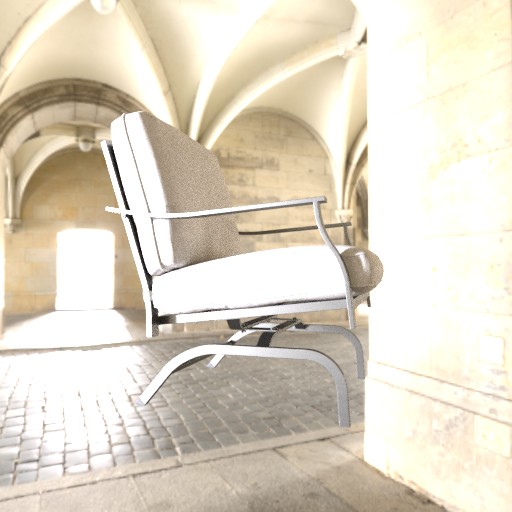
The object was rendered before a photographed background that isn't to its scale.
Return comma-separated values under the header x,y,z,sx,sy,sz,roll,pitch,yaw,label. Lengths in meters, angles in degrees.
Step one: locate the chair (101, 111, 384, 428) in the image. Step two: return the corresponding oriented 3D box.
x,y,z,sx,sy,sz,roll,pitch,yaw,label
0.000,0.000,1.441,0.787,0.860,0.650,-1,-2,18,chair
